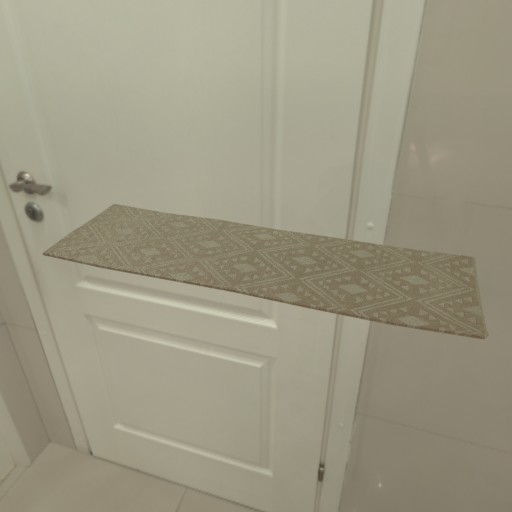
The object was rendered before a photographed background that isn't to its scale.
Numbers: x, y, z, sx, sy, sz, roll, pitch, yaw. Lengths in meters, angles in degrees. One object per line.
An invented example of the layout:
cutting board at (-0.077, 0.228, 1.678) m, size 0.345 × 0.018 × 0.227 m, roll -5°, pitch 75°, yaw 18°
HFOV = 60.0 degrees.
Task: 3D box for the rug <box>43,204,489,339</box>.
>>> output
rug at (0.000, 0.000, 2.627) m, size 2.452 × 0.051 × 0.752 m, roll 10°, pitch 33°, yaw 16°
